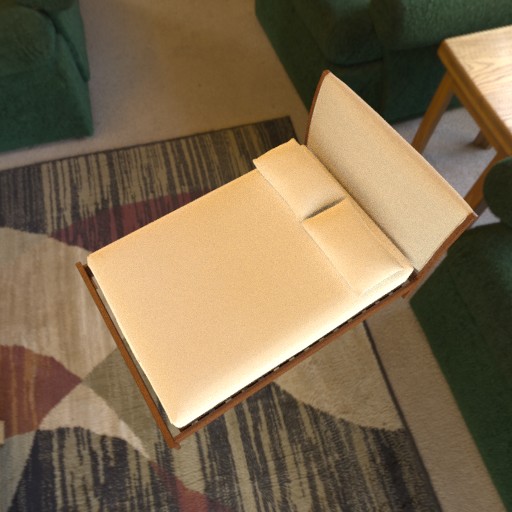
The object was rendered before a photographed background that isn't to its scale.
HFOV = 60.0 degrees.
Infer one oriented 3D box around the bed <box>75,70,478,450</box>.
[{"bbox_3d":[0.000,0.000,3.328,2.380,1.250,1.612,-30,67,-14],"label":"bed"}]
